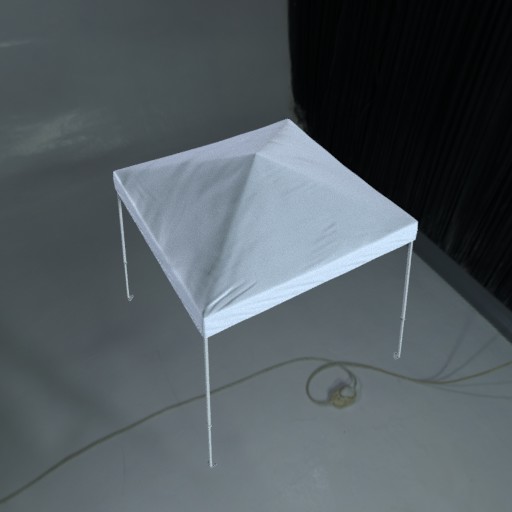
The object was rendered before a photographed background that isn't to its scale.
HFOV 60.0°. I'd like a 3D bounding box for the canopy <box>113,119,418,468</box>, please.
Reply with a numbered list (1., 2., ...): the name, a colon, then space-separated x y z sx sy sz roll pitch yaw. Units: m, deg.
1. canopy: 0.000 0.000 6.715 3.600 3.600 3.599 -23 50 -20
